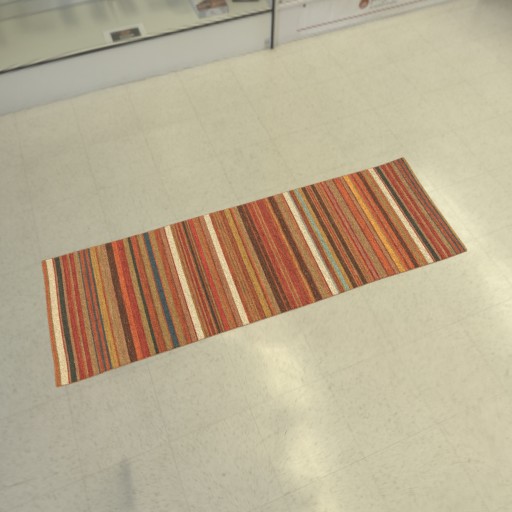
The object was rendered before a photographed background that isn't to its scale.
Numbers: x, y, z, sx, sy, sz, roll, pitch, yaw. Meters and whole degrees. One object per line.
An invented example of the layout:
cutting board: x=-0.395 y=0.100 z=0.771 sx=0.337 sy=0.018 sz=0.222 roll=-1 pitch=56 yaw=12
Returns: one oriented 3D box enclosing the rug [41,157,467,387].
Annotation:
rug: x=0.000 y=0.000 z=2.656 sx=2.444 sy=0.030 sz=0.799 roll=-17 pitch=61 yaw=-10
